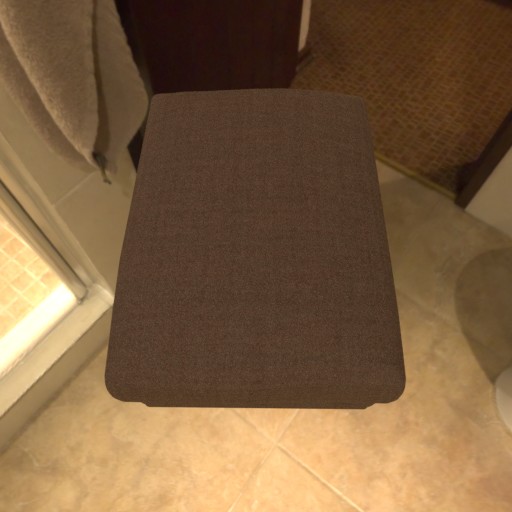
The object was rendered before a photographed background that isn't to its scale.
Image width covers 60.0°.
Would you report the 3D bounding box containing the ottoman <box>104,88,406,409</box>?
[{"bbox_3d":[0.000,0.000,1.193,0.599,0.555,0.809,1,62,0],"label":"ottoman"}]
